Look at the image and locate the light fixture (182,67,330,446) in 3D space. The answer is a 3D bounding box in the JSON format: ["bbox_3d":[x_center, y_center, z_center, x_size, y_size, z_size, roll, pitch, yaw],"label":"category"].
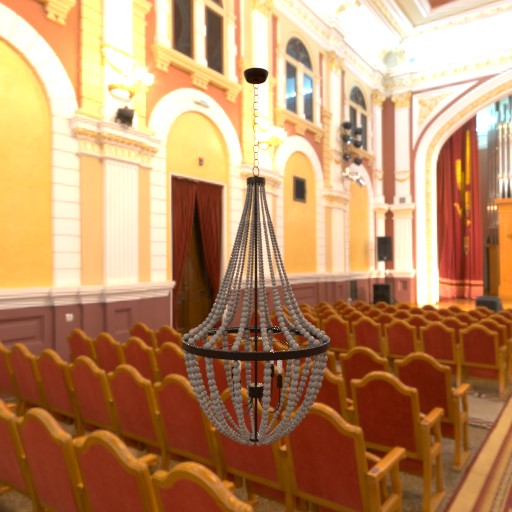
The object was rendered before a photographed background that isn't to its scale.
[{"bbox_3d":[0.000,0.000,1.365,0.450,1.133,0.450,0,-1,0],"label":"light fixture"}]
